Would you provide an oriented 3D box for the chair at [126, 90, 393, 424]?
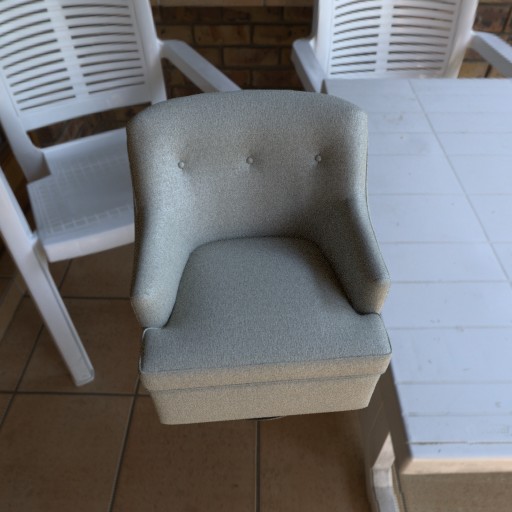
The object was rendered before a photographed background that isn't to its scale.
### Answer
[{"bbox_3d":[0.000,0.000,1.616,0.864,0.856,0.923,-3,46,-3],"label":"chair"}]
